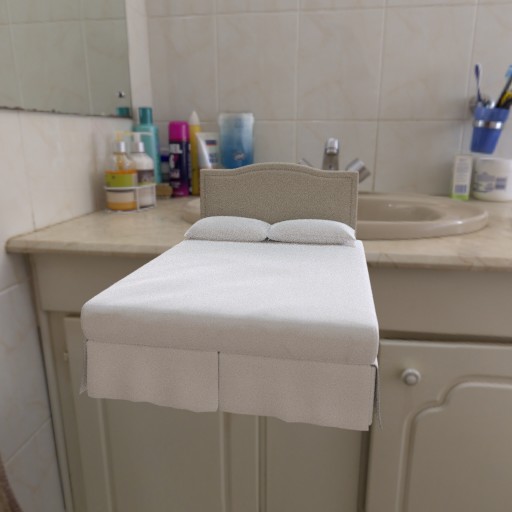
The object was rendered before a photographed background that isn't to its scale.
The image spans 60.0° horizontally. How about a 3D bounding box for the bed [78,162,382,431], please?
[{"bbox_3d":[0.000,0.000,3.747,1.977,1.437,2.477,3,15,10],"label":"bed"}]
